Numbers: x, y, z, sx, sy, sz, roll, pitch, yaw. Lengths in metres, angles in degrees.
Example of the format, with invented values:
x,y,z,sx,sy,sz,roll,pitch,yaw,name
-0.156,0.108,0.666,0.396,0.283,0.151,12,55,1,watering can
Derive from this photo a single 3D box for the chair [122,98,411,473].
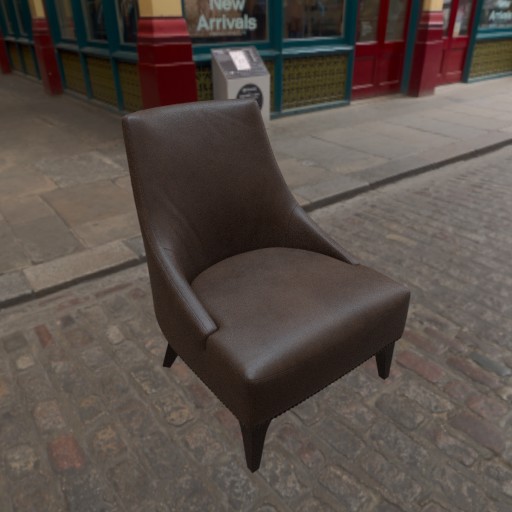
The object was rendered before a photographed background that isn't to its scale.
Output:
x,y,z,sx,sy,sz,roll,pitch,yaw,name
0.000,0.000,1.535,0.701,0.909,0.861,-21,35,-33,chair
